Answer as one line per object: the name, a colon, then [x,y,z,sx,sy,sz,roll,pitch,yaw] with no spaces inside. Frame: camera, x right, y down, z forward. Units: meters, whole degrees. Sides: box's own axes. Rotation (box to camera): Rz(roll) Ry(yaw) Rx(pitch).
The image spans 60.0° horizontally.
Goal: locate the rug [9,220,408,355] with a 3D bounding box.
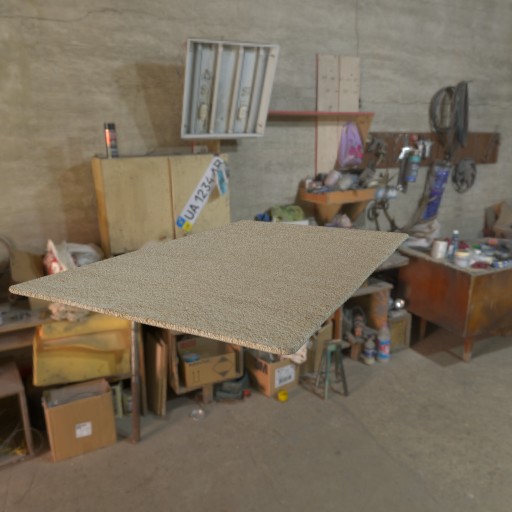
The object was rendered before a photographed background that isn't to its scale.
rug: [0.000,0.000,2.818,1.500,0.026,2.349,7,15,27]
